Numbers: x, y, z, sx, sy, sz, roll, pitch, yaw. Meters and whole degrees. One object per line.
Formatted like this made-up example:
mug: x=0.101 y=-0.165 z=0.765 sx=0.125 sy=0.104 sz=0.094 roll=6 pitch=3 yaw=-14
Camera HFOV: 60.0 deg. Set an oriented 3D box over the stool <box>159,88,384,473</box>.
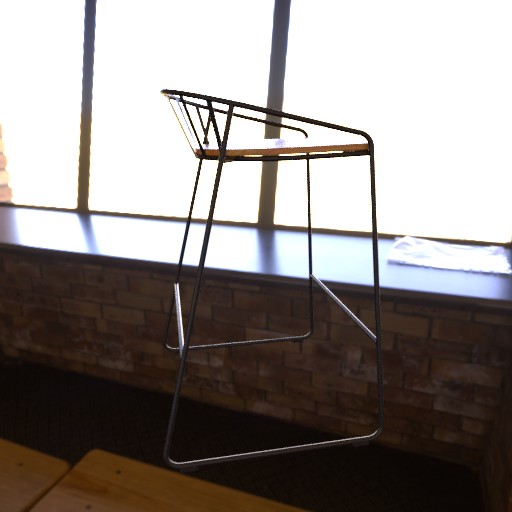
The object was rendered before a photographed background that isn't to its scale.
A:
stool: x=0.000 y=0.000 z=1.160 sx=0.521 sy=0.812 sz=0.546 roll=-3 pitch=17 yaw=-11
